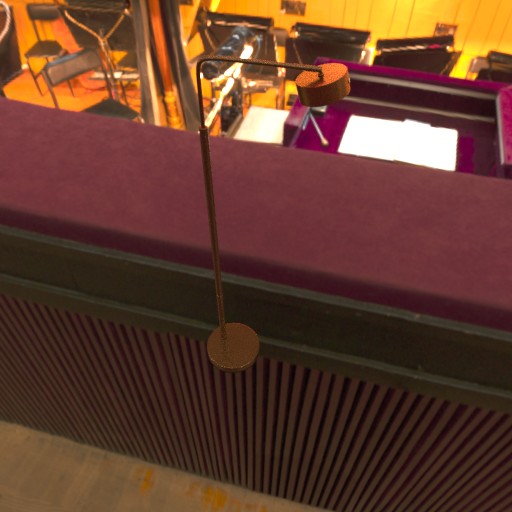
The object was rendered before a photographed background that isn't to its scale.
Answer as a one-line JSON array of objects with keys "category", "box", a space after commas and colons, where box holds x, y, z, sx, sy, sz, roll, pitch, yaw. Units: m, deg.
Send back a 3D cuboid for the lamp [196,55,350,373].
[{"category": "lamp", "box": [0.000, 0.000, 1.422, 0.418, 1.230, 0.219, 12, 48, 11]}]
